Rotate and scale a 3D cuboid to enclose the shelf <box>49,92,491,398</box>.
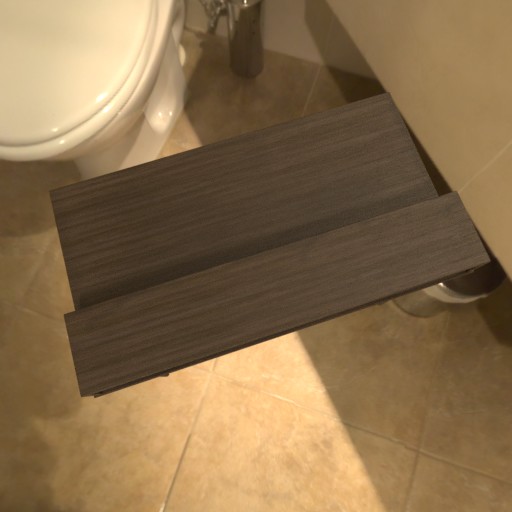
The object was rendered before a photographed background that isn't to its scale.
[{"bbox_3d":[0.000,0.000,1.722,1.212,0.865,0.685,-18,75,-5],"label":"shelf"}]
